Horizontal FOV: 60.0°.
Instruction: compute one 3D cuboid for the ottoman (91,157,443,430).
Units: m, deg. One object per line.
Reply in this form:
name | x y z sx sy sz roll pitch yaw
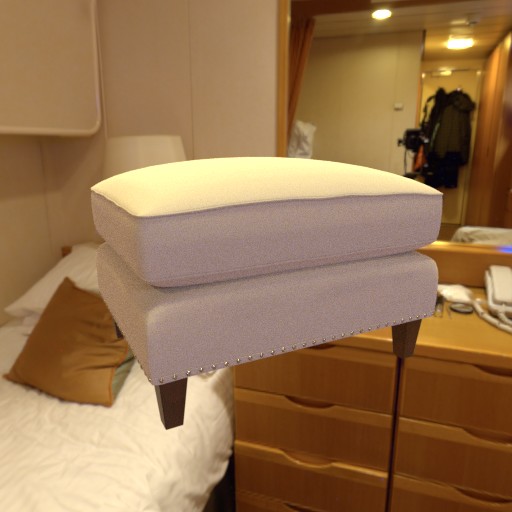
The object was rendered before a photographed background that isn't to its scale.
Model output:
ottoman | 0.000 0.000 1.180 0.741 0.513 0.584 -7 16 -27
